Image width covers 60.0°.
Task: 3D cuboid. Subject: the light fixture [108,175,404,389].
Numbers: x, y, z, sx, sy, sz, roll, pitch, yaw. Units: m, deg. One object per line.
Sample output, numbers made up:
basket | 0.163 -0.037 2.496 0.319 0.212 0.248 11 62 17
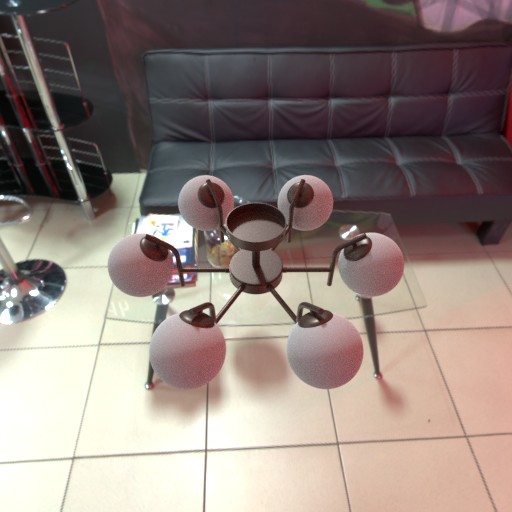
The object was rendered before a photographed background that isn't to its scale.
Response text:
light fixture | 0.000 0.000 0.982 0.662 0.201 0.662 0 45 0
